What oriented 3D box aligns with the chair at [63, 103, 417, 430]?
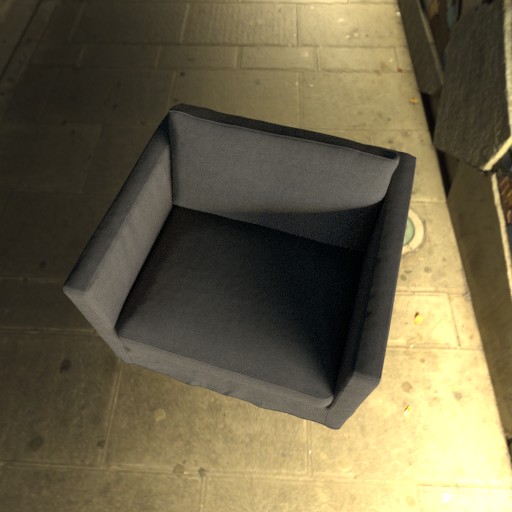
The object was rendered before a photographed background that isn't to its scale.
[{"bbox_3d":[0.000,0.000,1.783,1.057,0.863,0.949,15,60,9],"label":"chair"}]
